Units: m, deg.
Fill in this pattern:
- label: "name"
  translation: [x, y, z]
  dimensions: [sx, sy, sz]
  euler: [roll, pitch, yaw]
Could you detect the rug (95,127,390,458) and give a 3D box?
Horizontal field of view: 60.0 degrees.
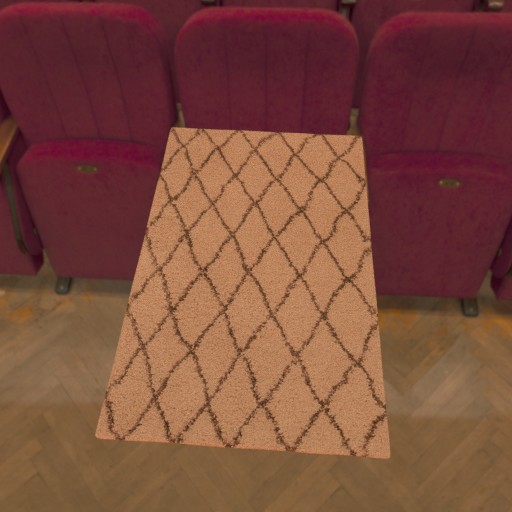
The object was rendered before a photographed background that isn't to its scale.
- label: "rug"
  translation: [0.000, 0.000, 3.390]
  dimensions: [1.778, 0.030, 2.743]
  euler: [3, 57, 2]
